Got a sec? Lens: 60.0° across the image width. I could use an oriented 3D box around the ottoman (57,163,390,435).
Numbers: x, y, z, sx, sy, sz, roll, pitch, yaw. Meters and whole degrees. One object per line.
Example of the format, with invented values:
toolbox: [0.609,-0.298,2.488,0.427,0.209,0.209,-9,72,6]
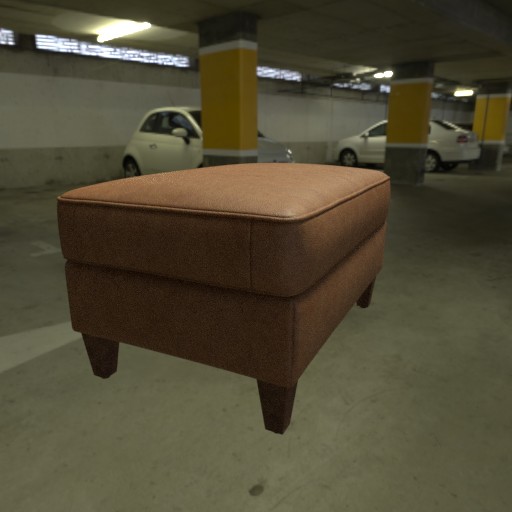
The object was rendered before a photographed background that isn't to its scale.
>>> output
ottoman: [0.000,0.000,1.221,0.584,0.483,0.864,8,17,25]
